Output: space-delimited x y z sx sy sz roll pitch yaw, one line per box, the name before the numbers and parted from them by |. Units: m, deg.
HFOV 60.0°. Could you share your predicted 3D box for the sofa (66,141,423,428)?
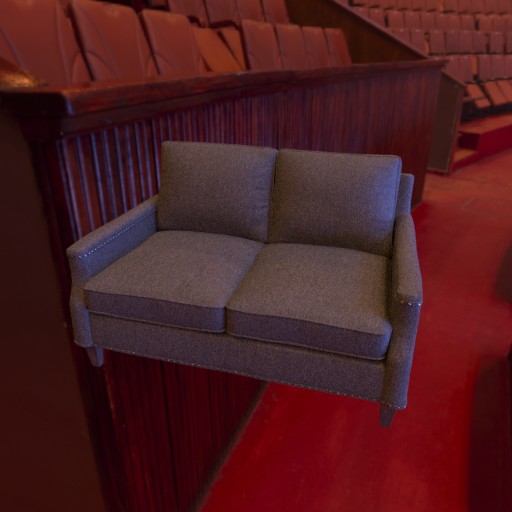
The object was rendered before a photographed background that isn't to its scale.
sofa | 0.000 0.000 2.317 1.597 1.003 1.084 7 26 15
